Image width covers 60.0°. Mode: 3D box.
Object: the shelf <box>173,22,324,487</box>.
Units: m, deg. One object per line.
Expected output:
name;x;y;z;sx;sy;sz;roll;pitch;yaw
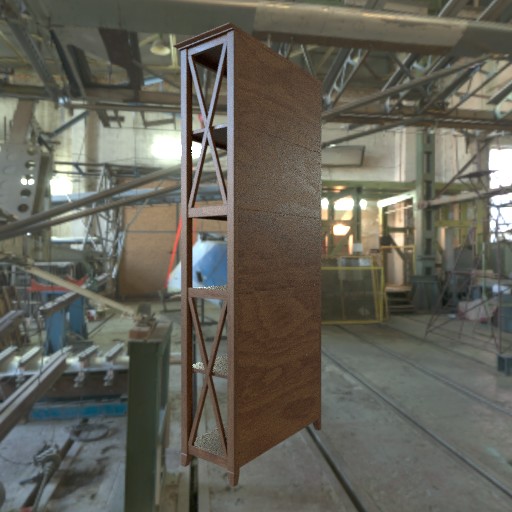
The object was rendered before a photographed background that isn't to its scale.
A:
shelf;0.000;0.000;2.226;0.335;1.905;0.805;0;0;37
